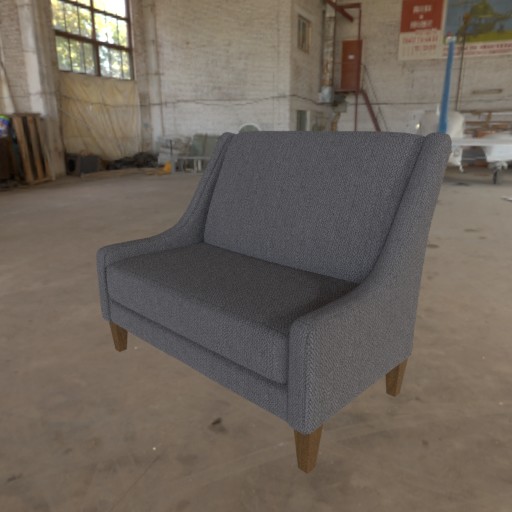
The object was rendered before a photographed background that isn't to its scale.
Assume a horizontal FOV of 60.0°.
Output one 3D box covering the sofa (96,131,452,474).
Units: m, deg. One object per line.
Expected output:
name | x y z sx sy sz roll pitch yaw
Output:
sofa | 0.000 0.000 1.885 1.242 1.022 0.873 15 22 42
